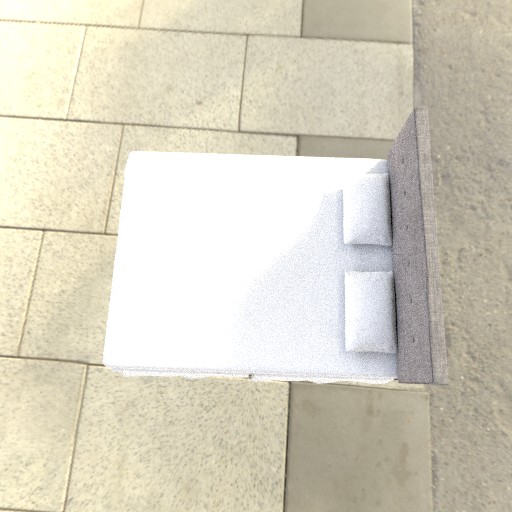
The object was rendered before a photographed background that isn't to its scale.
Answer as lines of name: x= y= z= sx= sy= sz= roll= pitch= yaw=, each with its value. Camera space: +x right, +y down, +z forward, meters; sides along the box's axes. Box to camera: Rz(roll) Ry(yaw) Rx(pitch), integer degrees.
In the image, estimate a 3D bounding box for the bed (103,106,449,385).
bed: x=0.000 y=0.000 z=2.965 sx=1.958 sy=1.168 sz=1.621 roll=2 pitch=75 yaw=1
